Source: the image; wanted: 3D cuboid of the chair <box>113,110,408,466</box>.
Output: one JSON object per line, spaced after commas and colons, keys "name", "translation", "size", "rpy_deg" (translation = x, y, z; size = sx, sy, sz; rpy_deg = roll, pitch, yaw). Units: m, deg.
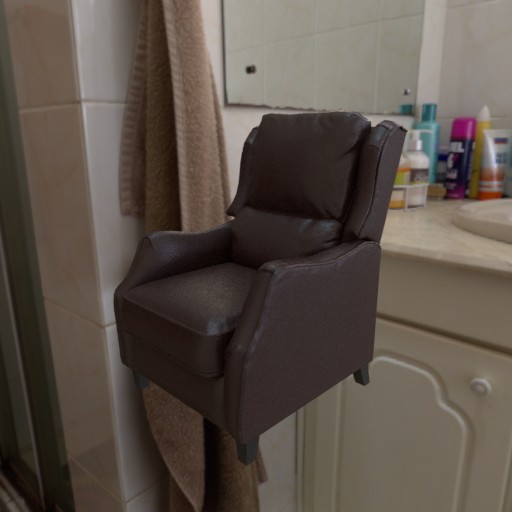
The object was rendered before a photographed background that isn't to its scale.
{"name": "chair", "translation": [0.000, 0.000, 1.780], "size": [0.770, 1.132, 0.982], "rpy_deg": [14, 21, 43]}
